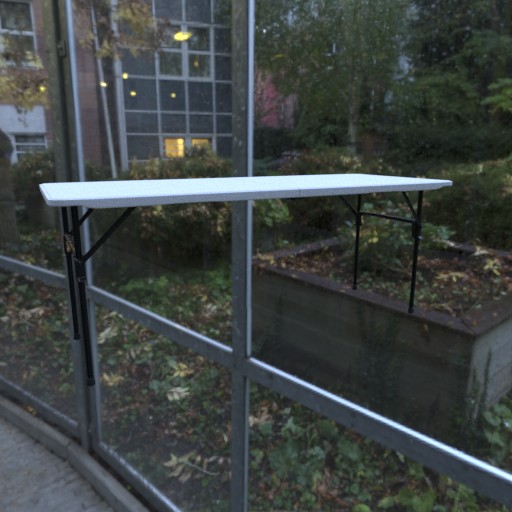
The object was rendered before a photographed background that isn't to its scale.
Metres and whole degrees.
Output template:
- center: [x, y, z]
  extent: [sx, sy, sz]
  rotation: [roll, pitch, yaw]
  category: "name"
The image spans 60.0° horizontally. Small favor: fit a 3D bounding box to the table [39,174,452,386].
- center: [0.000, 0.000, 2.178]
  extent: [1.829, 0.719, 0.761]
  rotation: [-7, 15, -27]
  category: "table"
